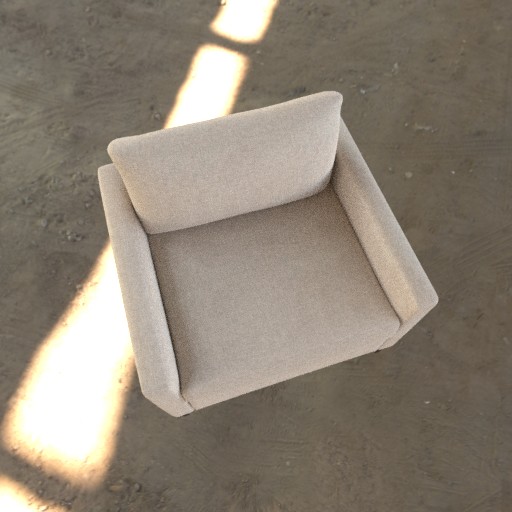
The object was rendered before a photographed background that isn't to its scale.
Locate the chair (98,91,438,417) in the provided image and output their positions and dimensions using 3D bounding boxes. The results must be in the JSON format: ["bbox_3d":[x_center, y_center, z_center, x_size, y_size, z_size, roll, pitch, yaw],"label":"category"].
[{"bbox_3d":[0.000,0.000,1.647,0.963,0.861,0.866,-16,65,-8],"label":"chair"}]
